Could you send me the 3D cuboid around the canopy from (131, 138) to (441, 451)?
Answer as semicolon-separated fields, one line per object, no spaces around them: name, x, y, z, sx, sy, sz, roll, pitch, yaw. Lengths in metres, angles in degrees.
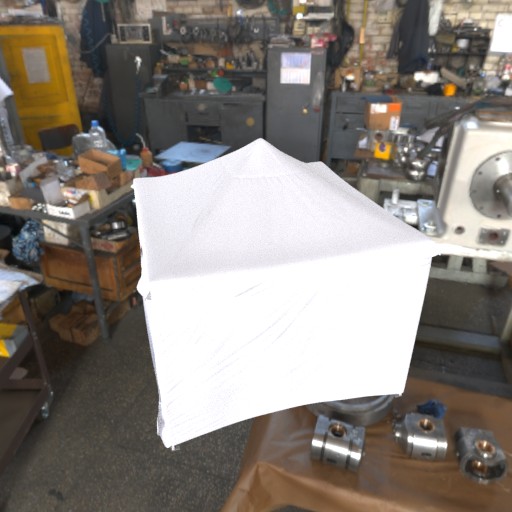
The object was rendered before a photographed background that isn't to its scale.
canopy;0.000;0.000;5.709;3.121;2.997;3.043;-8;30;-14
